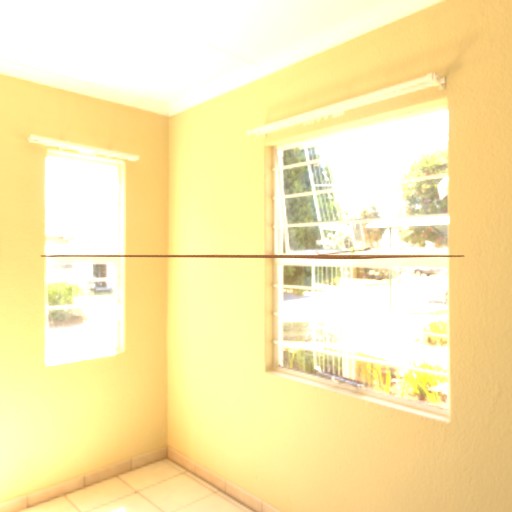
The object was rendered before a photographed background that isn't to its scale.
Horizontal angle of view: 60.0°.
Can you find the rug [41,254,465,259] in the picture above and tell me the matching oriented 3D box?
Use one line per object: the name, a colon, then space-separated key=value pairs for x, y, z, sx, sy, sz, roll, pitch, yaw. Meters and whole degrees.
rug: x=0.000 y=0.000 z=4.112 sx=3.092 sy=0.023 sz=2.479 roll=0 pitch=0 yaw=37
